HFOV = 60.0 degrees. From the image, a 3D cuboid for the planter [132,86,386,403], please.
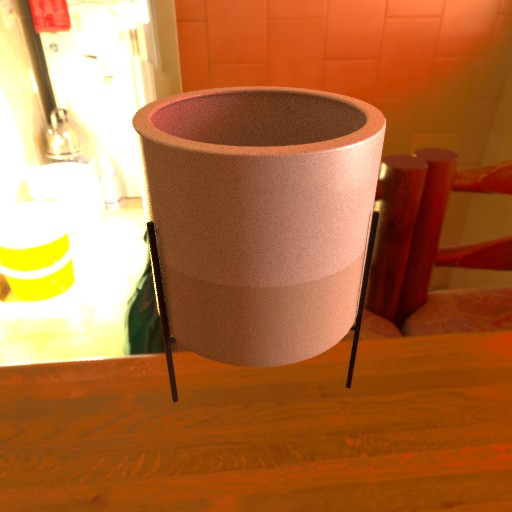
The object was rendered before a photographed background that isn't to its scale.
[{"bbox_3d":[0.000,0.000,0.760,0.368,0.484,0.359,-21,38,-30],"label":"planter"}]
